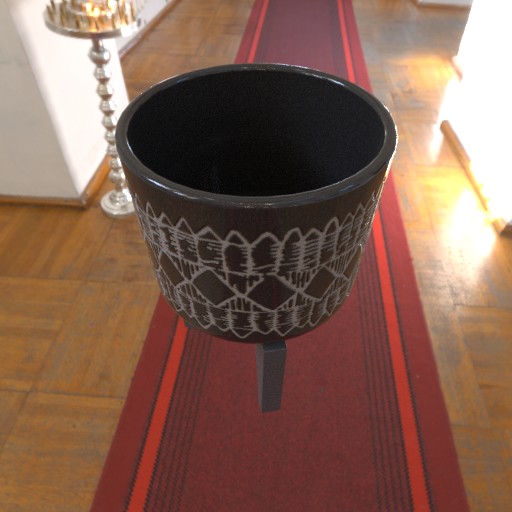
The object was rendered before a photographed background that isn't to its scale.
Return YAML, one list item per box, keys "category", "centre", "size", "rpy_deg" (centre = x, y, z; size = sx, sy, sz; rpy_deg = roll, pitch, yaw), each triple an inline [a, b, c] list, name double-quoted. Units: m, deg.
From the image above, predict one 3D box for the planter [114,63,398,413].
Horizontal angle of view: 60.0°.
- category: "planter"
  centre: [0.000, 0.000, 0.524]
  size: [0.251, 0.355, 0.251]
  rpy_deg: [-31, 53, -27]
